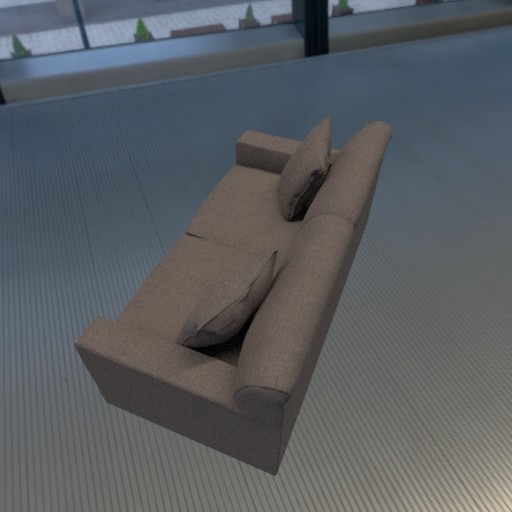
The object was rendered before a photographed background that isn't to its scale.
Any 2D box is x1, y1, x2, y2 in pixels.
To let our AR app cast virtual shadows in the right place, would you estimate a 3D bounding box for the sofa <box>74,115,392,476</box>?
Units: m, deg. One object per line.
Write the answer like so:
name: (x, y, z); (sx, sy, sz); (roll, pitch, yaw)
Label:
sofa: (0.000, 0.000, 2.445); (1.000, 0.958, 1.846); (17, 49, 15)
